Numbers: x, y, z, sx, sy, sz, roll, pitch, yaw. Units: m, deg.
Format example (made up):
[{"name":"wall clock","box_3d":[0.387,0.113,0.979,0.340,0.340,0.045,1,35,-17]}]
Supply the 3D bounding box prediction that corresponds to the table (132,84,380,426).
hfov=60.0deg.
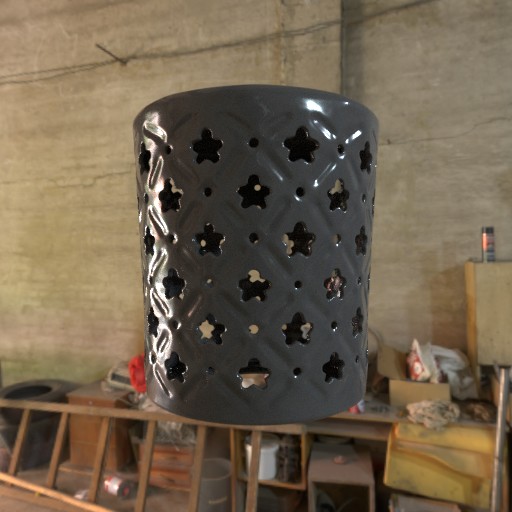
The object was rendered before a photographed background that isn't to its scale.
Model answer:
[{"name":"table","box_3d":[0.000,0.000,0.656,0.352,0.387,0.352,0,1,0]}]
